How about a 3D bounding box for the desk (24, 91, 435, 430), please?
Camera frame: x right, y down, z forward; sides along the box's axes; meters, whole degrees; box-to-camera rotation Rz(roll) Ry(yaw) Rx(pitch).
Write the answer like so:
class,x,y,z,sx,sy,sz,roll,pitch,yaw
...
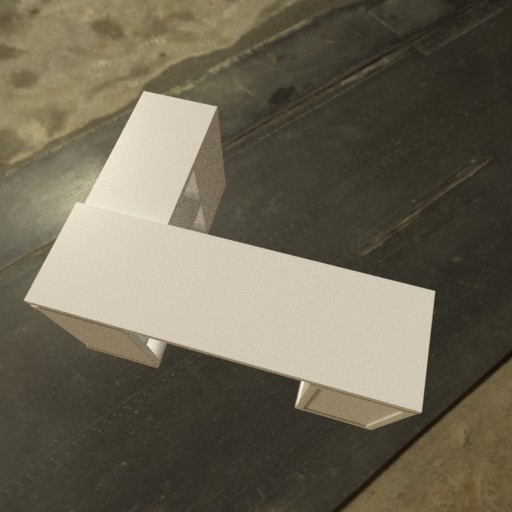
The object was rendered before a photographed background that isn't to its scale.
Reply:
class,x,y,z,sx,sy,sz,roll,pitch,yaw
desk,0.000,0.000,2.208,1.524,0.753,1.200,14,65,7
